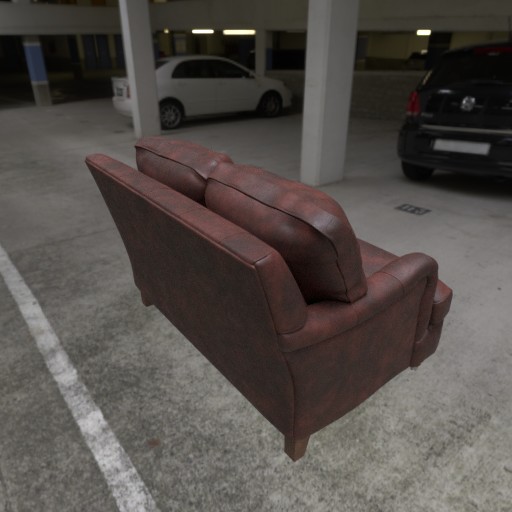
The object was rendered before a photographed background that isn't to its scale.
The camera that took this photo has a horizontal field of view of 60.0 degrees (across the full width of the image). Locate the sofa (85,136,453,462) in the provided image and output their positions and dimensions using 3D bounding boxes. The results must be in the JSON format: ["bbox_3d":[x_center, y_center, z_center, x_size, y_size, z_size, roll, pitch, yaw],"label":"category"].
[{"bbox_3d":[0.000,0.000,2.296,1.148,1.070,1.628,-19,33,-32],"label":"sofa"}]
